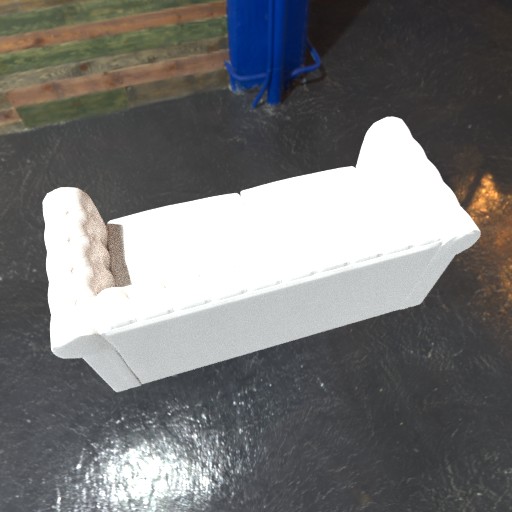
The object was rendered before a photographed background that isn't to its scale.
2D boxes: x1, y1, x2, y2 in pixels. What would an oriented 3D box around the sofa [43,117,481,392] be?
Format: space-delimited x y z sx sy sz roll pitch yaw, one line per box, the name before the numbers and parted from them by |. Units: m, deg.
sofa | 0.000 0.000 2.224 1.798 0.796 0.771 -14 59 -9
